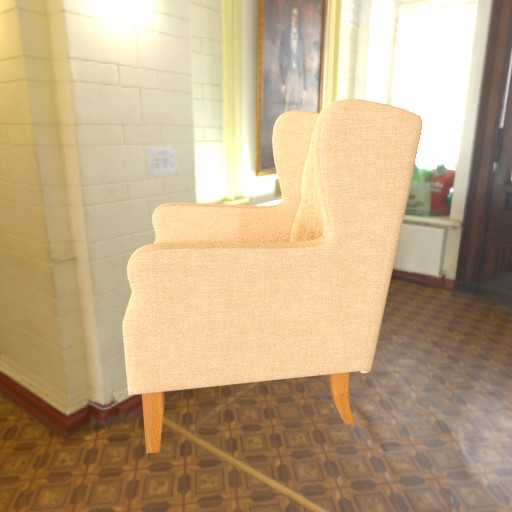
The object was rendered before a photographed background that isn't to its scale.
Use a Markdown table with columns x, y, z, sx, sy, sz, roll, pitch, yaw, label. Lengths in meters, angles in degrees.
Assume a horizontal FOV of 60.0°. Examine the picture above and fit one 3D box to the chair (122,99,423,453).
| x | y | z | sx | sy | sz | roll | pitch | yaw | label |
| --- | --- | --- | --- | --- | --- | --- | --- | --- | --- |
| 0.000 | 0.000 | 1.446 | 0.760 | 0.930 | 0.710 | -2 | 16 | -7 | chair |
